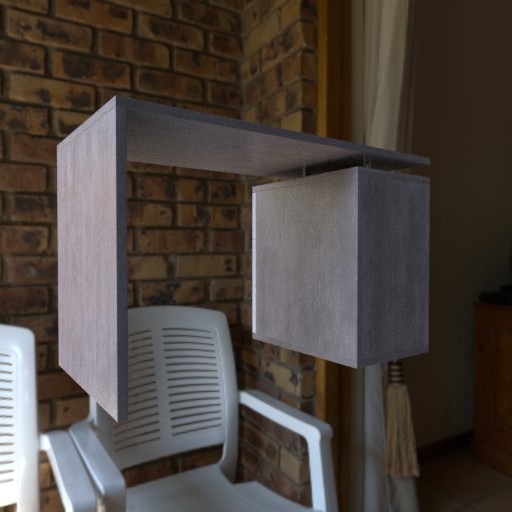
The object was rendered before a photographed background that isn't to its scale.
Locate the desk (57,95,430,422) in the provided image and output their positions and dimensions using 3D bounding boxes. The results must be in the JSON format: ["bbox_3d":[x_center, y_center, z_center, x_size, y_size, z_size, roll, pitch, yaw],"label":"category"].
[{"bbox_3d":[0.000,0.000,1.588,1.200,0.740,0.600,-1,1,-36],"label":"desk"}]
